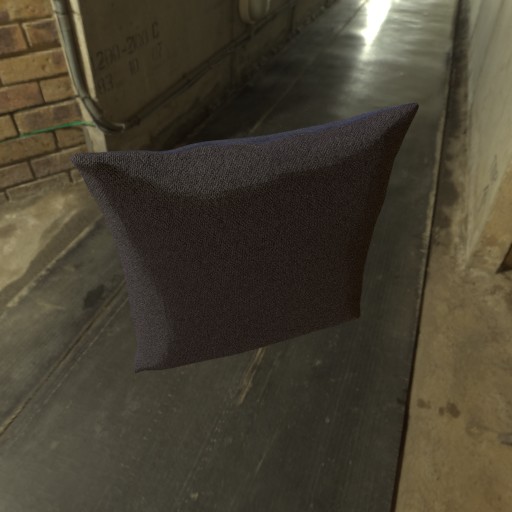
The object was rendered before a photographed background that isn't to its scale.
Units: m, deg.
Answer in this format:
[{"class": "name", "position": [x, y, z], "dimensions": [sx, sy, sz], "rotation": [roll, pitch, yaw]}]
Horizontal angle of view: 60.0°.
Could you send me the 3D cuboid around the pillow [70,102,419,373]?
[{"class": "pillow", "position": [0.000, 0.000, 0.691], "dimensions": [0.452, 0.439, 0.204], "rotation": [-12, 44, -13]}]
